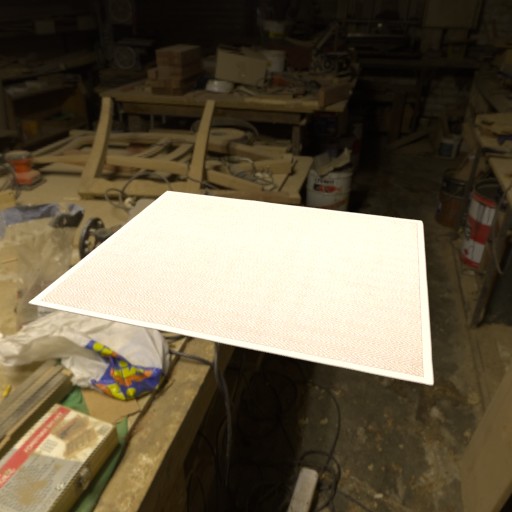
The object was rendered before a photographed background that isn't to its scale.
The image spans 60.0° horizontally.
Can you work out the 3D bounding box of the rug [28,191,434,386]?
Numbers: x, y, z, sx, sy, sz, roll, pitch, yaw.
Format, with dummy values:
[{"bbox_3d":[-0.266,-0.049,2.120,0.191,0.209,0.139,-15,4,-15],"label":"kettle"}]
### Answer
[{"bbox_3d":[0.000,0.000,4.098,3.009,0.019,2.423,8,31,14],"label":"rug"}]
